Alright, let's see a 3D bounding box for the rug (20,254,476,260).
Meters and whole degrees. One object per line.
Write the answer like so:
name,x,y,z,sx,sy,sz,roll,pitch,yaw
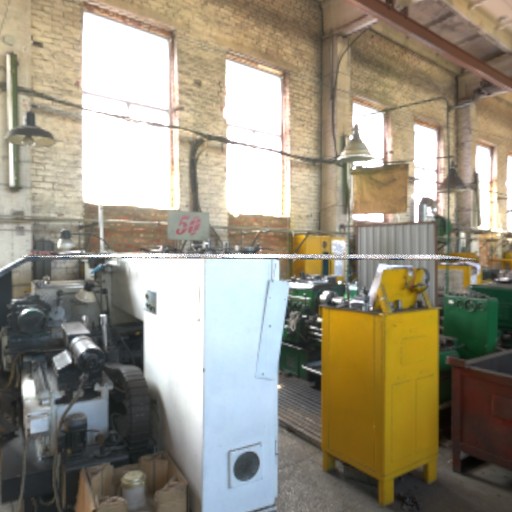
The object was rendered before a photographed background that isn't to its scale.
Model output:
rug,0.000,0.000,2.983,2.439,0.008,1.531,0,1,17
